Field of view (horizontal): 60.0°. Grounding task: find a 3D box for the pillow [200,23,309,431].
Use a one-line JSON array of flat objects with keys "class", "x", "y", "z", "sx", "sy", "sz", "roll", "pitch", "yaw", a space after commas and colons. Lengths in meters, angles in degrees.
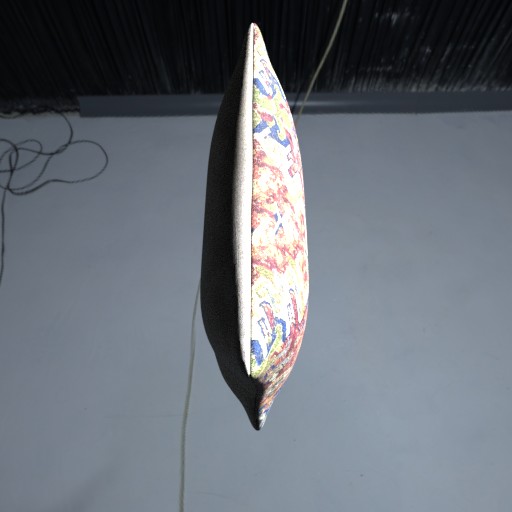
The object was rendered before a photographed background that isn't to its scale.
[{"class": "pillow", "x": 0.000, "y": 0.000, "z": 0.767, "sx": 0.166, "sy": 0.506, "sz": 0.523, "roll": 0, "pitch": 64, "yaw": 0}]
